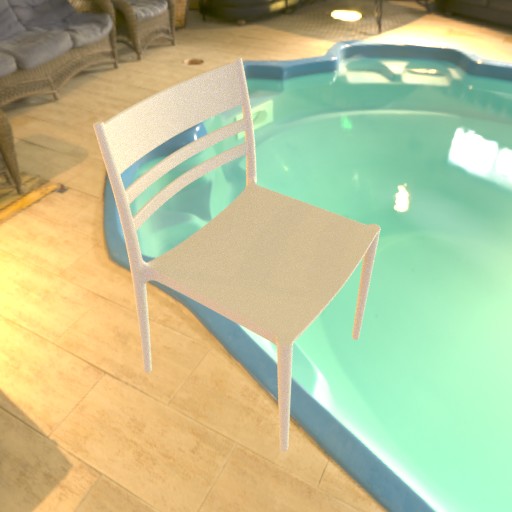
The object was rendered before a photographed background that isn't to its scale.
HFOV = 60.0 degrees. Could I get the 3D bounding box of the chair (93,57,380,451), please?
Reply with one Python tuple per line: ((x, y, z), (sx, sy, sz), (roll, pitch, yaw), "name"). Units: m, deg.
((0.000, 0.000, 1.158), (0.511, 0.800, 0.531), (25, 47, 25), "chair")
